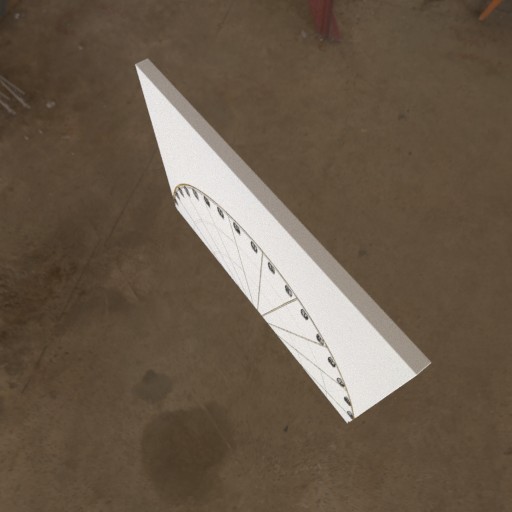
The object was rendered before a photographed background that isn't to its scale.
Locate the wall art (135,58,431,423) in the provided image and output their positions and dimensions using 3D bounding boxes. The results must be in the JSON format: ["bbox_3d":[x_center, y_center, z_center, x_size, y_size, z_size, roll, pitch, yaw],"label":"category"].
[{"bbox_3d":[0.000,0.000,1.141,0.038,0.601,0.898,-33,67,-16],"label":"wall art"}]
